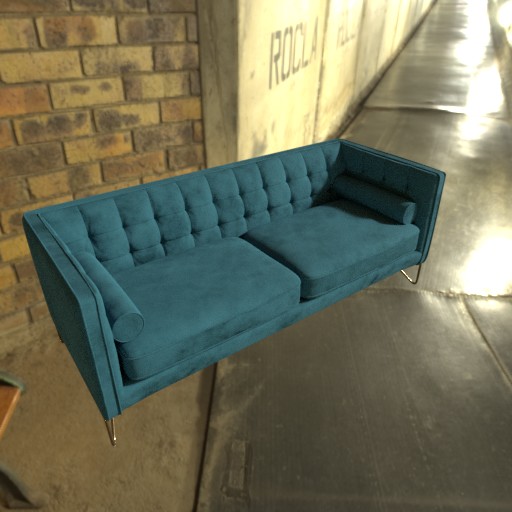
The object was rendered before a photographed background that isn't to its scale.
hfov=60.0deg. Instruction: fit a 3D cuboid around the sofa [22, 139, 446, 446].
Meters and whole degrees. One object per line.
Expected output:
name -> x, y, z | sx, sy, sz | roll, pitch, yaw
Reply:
sofa -> 0.000, 0.000, 2.450 | 2.087, 0.789, 0.867 | -21, 36, -30
